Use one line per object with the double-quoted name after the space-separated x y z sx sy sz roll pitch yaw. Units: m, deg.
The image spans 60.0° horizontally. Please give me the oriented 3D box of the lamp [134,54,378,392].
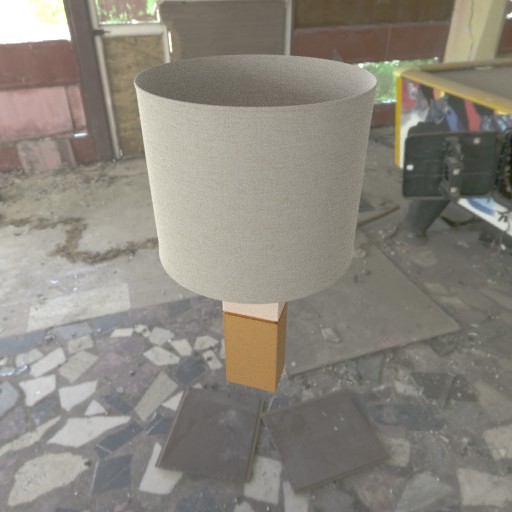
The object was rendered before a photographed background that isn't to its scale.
0.000 0.000 0.541 0.229 0.417 0.229 10 35 14 "lamp"
